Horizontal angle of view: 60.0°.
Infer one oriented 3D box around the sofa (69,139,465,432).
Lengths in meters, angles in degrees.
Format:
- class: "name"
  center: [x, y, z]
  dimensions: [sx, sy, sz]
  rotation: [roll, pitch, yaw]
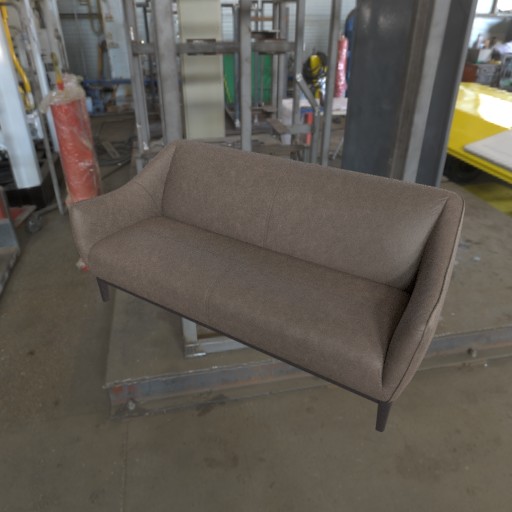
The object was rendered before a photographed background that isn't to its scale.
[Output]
- class: "sofa"
  center: [0.000, 0.000, 2.349]
  dimensions: [1.928, 0.831, 0.869]
  rotation: [18, 34, 28]
